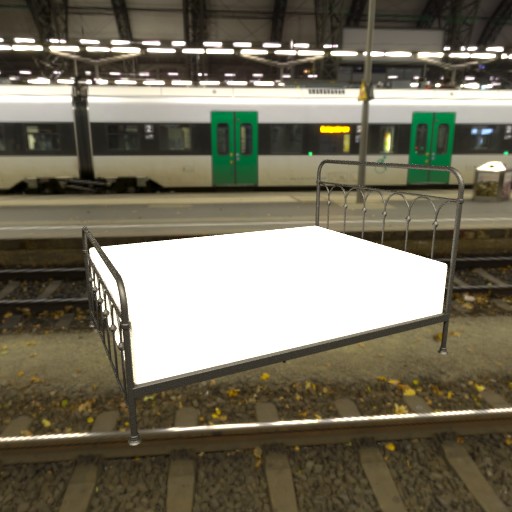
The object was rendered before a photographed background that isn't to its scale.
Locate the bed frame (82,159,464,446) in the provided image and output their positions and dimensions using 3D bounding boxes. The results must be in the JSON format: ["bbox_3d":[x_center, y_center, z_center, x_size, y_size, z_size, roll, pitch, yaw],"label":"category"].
[{"bbox_3d":[0.000,0.000,3.182,2.203,1.276,1.664,-7,16,-26],"label":"bed frame"}]
